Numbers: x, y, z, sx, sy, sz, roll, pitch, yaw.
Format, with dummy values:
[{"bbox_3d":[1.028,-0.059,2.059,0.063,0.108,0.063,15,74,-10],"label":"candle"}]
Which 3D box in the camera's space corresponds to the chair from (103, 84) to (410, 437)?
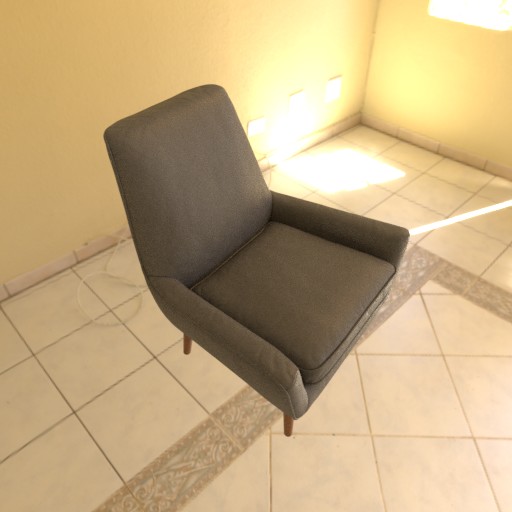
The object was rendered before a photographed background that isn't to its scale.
[{"bbox_3d":[0.000,0.000,1.510,0.822,0.888,0.787,26,48,27],"label":"chair"}]
